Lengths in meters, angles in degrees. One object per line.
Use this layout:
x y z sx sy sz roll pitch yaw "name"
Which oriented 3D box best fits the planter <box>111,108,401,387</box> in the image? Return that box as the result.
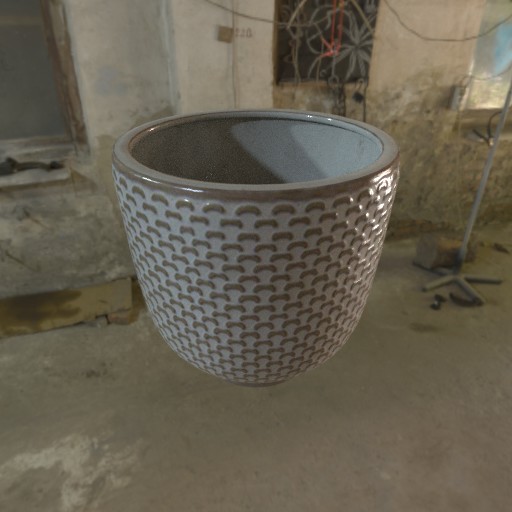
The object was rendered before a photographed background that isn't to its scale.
0.000 0.000 0.356 0.197 0.191 0.197 0 31 0 "planter"
